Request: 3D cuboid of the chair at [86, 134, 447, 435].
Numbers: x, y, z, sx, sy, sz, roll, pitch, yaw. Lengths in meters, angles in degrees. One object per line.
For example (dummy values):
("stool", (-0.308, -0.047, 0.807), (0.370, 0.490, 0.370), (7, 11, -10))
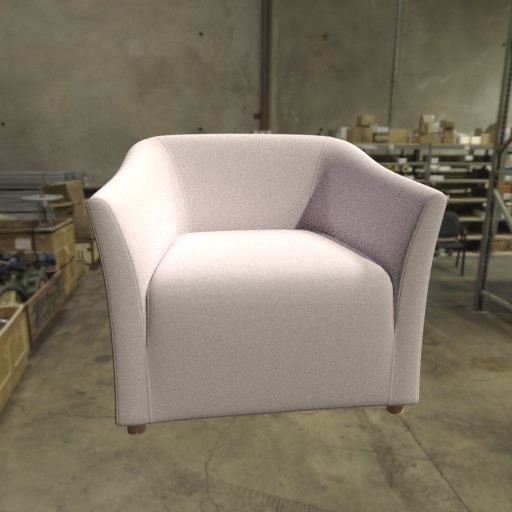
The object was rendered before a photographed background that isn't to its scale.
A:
("chair", (0.000, 0.000, 1.325), (0.790, 0.720, 0.700), (-2, 14, -7))
